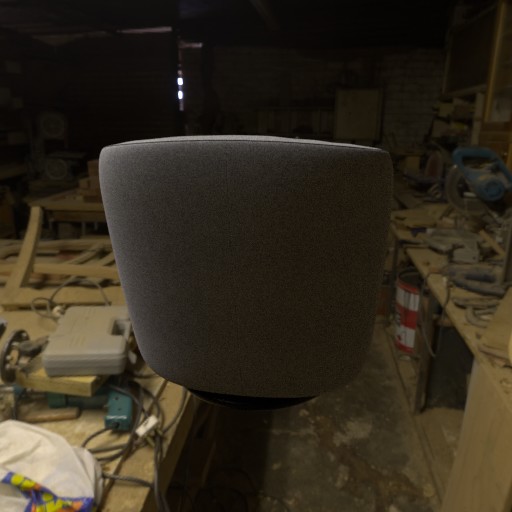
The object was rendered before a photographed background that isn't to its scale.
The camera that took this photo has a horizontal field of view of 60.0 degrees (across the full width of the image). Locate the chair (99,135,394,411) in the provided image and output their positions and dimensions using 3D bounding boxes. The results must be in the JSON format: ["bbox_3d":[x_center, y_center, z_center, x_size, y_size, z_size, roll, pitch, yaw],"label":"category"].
[{"bbox_3d":[0.000,0.000,1.567,0.822,0.861,0.986,2,18,7],"label":"chair"}]
